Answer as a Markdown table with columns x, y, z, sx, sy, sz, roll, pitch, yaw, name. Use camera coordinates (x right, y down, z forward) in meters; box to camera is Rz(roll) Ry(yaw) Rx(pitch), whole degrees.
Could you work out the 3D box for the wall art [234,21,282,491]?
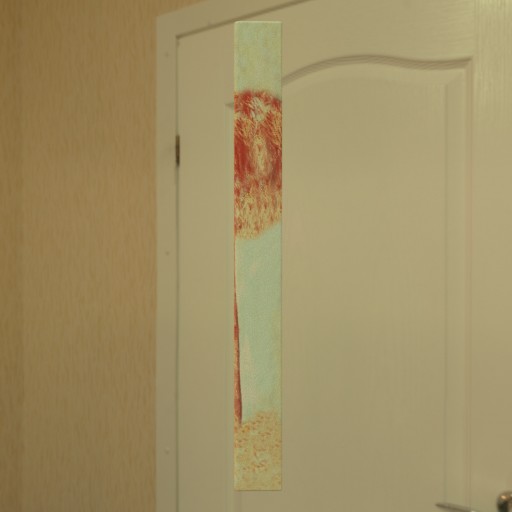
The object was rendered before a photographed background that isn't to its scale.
| x | y | z | sx | sy | sz | roll | pitch | yaw | name |
| --- | --- | --- | --- | --- | --- | --- | --- | --- | --- |
| 0.000 | 0.000 | 0.483 | 0.039 | 0.380 | 0.251 | 0 | 0 | -1 | wall art |
